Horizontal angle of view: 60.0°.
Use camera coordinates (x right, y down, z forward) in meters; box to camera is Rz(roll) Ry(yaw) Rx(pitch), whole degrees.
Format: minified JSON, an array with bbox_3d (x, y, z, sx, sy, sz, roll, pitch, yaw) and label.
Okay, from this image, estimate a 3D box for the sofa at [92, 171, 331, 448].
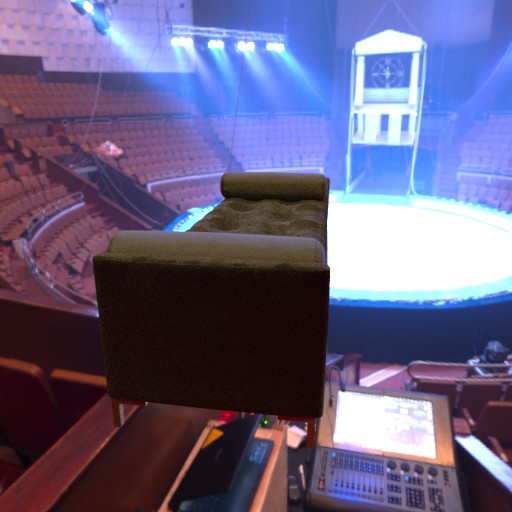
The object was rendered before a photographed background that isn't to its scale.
[{"bbox_3d":[0.000,0.000,2.442,0.796,0.705,2.102,3,18,9],"label":"sofa"}]
